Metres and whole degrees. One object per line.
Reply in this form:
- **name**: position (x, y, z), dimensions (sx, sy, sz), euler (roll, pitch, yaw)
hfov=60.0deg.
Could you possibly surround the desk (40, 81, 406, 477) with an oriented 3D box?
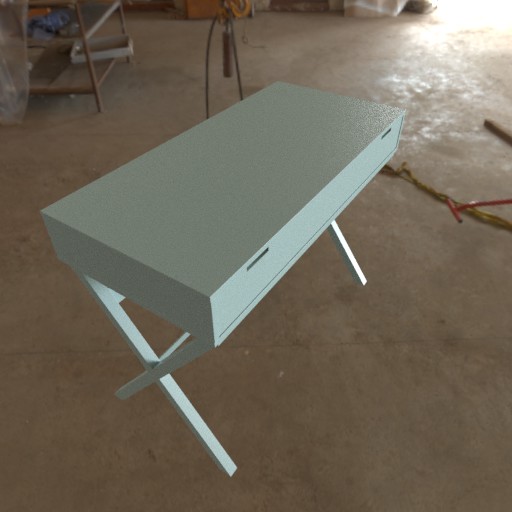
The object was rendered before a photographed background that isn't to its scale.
- **desk**: position (0.000, 0.000, 1.511), dimensions (0.509, 0.780, 1.059), euler (24, 46, 25)
